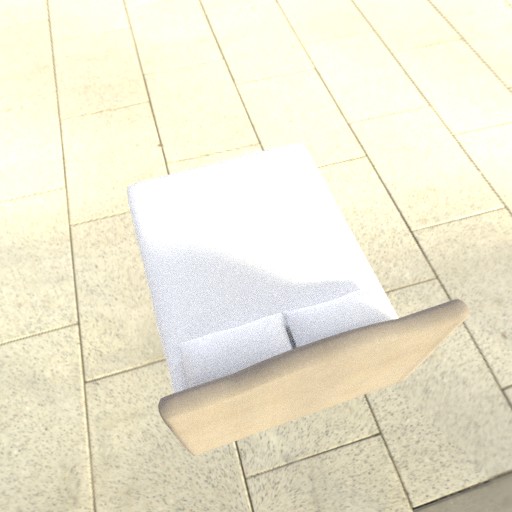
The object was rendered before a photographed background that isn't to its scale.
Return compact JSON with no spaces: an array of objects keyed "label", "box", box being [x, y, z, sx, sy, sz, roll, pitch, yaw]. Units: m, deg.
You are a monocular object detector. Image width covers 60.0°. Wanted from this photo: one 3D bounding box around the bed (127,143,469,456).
[{"label":"bed","box":[0.000,0.000,3.256,1.744,1.441,2.128,-16,60,-10]}]
